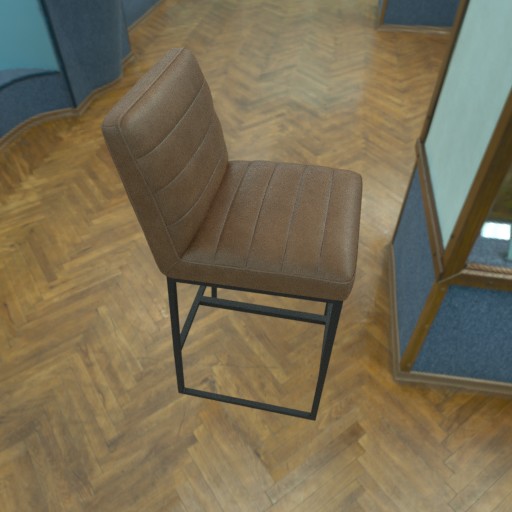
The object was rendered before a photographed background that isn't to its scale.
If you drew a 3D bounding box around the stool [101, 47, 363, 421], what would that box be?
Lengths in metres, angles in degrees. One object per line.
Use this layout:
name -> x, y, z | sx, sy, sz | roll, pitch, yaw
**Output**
stool -> 0.000, 0.000, 1.324 | 0.556, 1.040, 0.458 | 9, 45, 9
